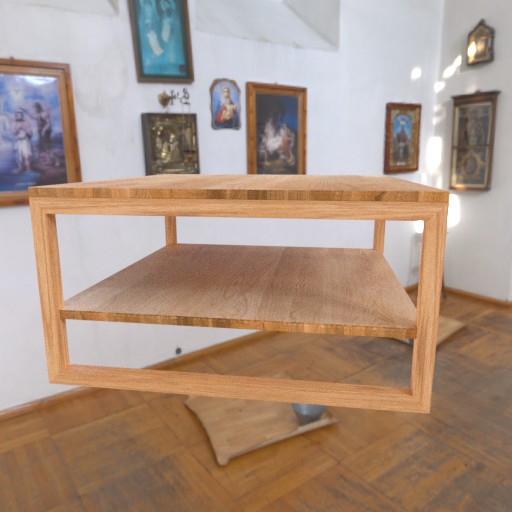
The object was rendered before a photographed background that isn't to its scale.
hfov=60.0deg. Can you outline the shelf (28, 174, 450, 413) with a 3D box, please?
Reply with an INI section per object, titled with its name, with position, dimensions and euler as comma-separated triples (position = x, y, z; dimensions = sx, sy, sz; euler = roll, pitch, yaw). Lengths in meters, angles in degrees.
[shelf]
position = 0.000, 0.000, 1.412
dimensions = 0.899, 0.480, 0.899
euler = 2, 12, 8
